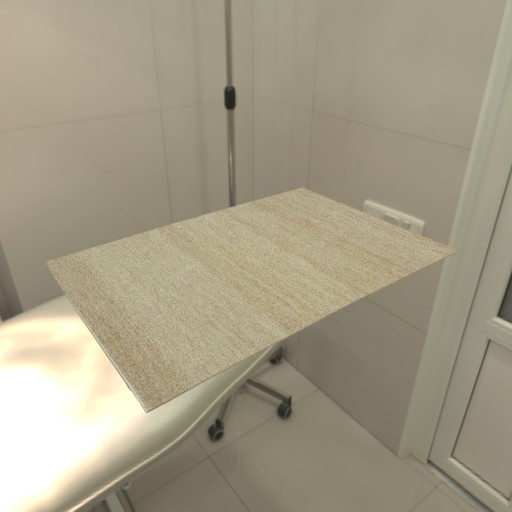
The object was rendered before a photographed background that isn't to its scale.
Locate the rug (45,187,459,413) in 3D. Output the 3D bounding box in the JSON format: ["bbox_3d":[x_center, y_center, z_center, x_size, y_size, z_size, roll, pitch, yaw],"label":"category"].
[{"bbox_3d":[0.000,0.000,3.008,2.346,0.029,1.574,-20,35,-32],"label":"rug"}]
